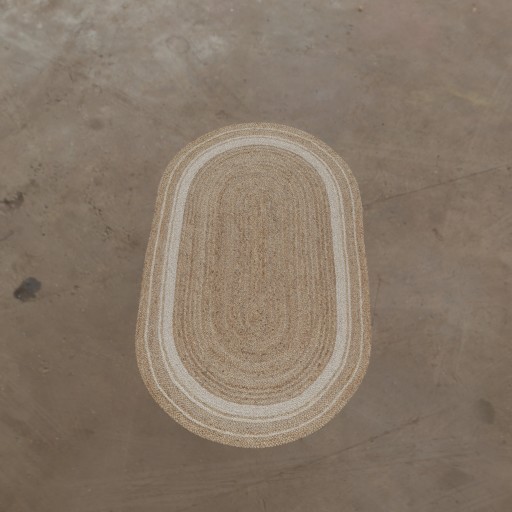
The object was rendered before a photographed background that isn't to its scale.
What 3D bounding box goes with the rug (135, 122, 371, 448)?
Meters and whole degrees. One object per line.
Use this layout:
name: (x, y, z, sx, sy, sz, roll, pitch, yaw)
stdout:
rug: (0.000, 0.000, 3.052, 1.520, 0.006, 2.432, 2, 63, 1)
